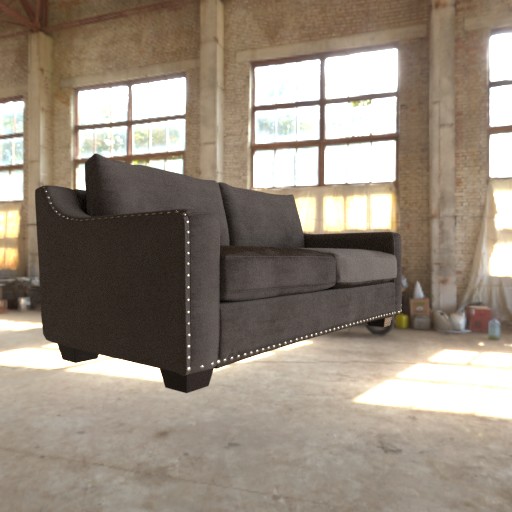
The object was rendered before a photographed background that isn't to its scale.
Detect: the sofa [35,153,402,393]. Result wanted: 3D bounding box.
[{"bbox_3d":[0.000,0.000,3.208,1.336,1.196,2.550,0,0,38],"label":"sofa"}]
